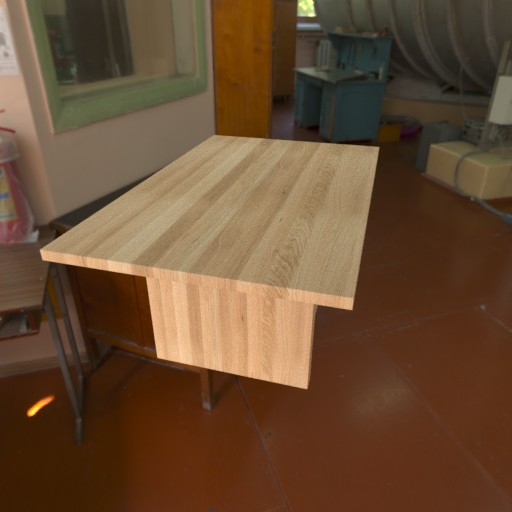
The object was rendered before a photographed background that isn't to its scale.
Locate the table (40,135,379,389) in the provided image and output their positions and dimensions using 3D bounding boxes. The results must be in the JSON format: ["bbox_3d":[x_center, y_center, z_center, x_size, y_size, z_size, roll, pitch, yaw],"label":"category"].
[{"bbox_3d":[0.000,0.000,1.501,0.700,0.510,1.100,8,30,14],"label":"table"}]
